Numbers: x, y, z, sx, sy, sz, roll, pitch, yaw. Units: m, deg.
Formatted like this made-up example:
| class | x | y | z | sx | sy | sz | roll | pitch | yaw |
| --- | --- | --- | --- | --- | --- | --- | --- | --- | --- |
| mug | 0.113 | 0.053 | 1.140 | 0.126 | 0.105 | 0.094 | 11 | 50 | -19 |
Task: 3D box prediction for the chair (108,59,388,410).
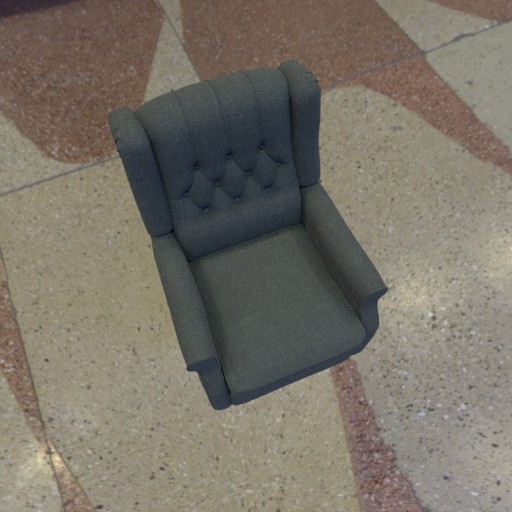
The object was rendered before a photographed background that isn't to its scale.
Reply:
| class | x | y | z | sx | sy | sz | roll | pitch | yaw |
| --- | --- | --- | --- | --- | --- | --- | --- | --- | --- |
| chair | 0.000 | 0.000 | 1.667 | 0.742 | 1.035 | 0.898 | -20 | 64 | -10 |
